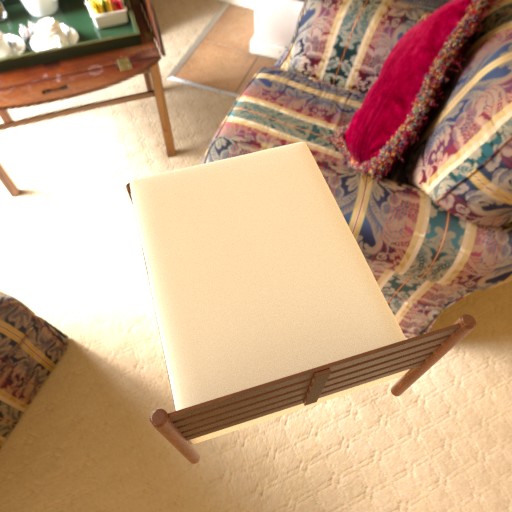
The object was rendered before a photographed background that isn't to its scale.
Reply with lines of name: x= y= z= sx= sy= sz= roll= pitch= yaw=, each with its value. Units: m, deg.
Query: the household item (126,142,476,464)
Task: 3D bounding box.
household item: x=0.000 y=0.000 z=3.220 sx=1.663 sy=1.356 sz=2.232 roll=-15 pitch=60 yaw=-9
